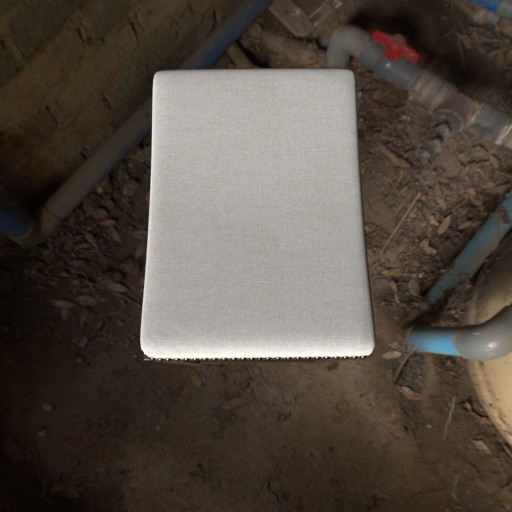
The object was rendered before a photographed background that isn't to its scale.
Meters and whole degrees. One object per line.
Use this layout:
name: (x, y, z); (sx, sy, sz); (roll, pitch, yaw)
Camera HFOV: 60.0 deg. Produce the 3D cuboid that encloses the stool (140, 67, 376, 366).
stool: (0.000, 0.000, 1.039); (0.358, 0.759, 0.498); (-1, 76, 0)
